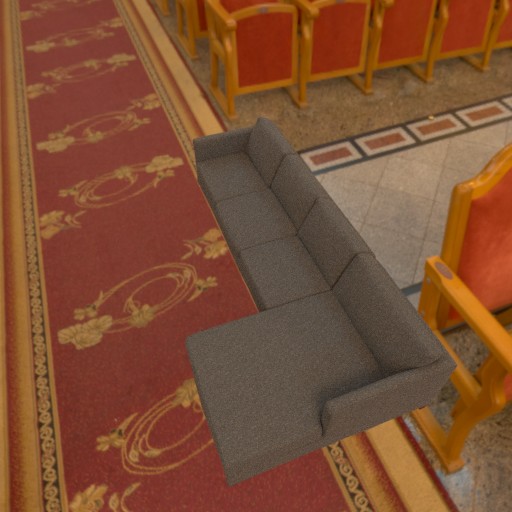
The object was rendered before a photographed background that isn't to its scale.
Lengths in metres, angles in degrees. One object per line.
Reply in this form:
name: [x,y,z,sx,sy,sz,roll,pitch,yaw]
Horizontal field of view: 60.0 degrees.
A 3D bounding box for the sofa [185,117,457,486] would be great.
sofa: [0.000,0.000,3.867,1.625,0.846,3.186,-16,50,-14]
